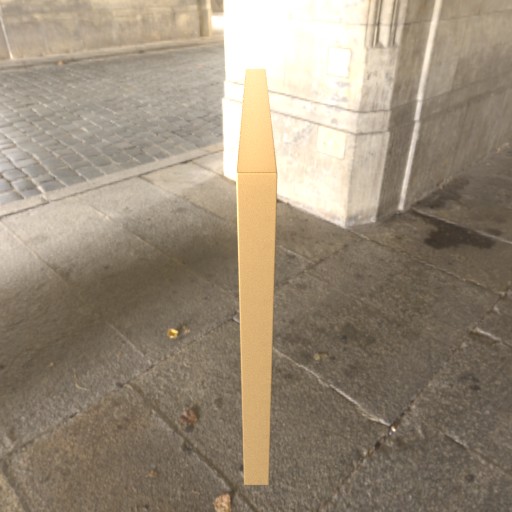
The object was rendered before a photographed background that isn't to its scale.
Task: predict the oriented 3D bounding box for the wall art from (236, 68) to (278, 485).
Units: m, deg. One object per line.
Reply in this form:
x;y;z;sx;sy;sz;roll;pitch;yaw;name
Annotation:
0.000;0.000;0.453;0.023;0.305;0.305;0;33;0;wall art
